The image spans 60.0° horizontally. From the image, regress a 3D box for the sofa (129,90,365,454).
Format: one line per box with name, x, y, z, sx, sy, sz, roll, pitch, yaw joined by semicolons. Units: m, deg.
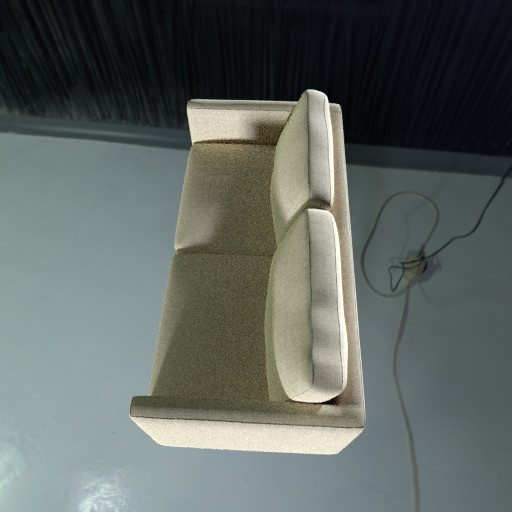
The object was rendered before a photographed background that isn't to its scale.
sofa;0.000;0.000;2.416;0.950;0.963;1.884;2;58;1
